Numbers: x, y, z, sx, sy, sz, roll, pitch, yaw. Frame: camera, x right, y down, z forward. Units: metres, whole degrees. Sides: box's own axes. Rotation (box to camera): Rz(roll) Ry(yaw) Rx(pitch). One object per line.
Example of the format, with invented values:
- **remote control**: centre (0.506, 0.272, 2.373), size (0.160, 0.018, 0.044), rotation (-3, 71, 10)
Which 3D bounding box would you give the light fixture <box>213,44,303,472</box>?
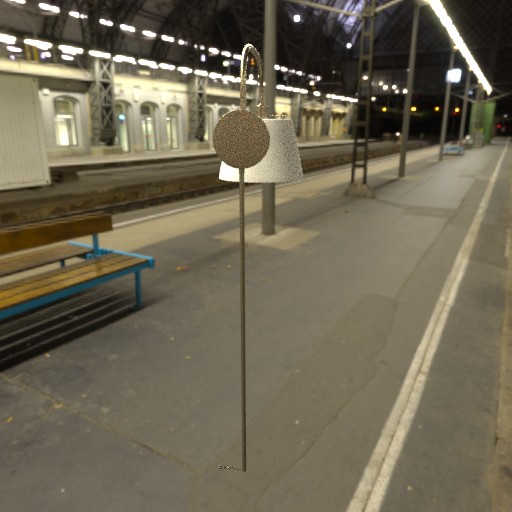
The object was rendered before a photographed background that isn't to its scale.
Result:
- **light fixture**: centre (0.000, 0.000, 0.469), size (0.092, 0.399, 0.176), rotation (2, 16, 8)
